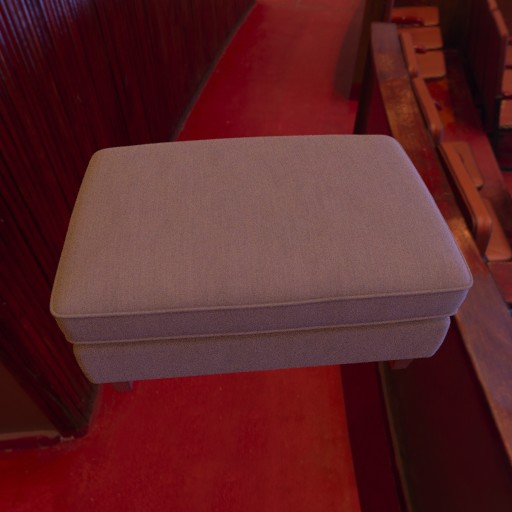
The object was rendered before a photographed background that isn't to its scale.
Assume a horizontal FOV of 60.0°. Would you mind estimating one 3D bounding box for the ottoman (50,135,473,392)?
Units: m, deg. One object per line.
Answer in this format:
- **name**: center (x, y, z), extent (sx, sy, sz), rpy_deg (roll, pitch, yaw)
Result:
- **ottoman**: center (0.000, 0.000, 1.284), extent (0.941, 0.480, 0.636), rpy_deg (-4, 47, -3)
